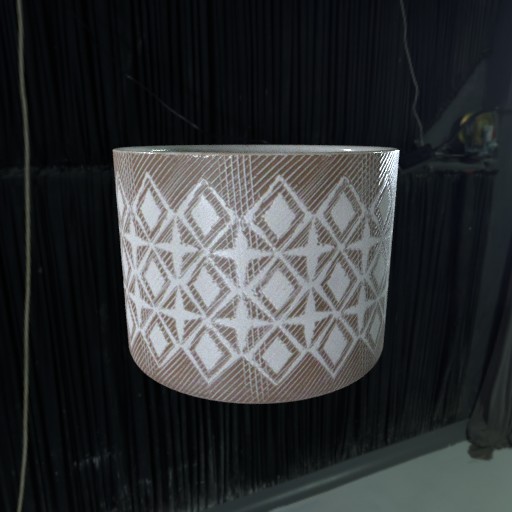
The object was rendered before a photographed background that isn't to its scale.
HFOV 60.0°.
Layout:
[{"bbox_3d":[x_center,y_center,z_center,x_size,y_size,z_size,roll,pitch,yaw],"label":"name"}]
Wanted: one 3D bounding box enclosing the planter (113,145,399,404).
[{"bbox_3d":[0.000,0.000,0.219,0.126,0.104,0.126,0,15,0],"label":"planter"}]
